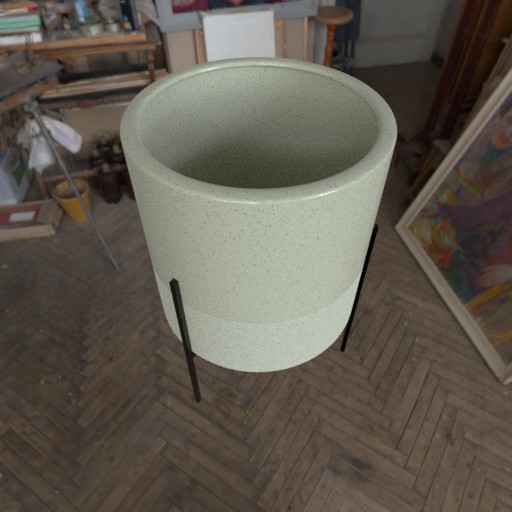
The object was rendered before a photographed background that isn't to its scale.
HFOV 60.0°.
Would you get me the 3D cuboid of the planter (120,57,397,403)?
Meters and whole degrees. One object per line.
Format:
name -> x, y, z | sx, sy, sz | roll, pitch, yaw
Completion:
planter -> 0.000, 0.000, 0.681 | 0.314, 0.475, 0.323 | 31, 54, 26
